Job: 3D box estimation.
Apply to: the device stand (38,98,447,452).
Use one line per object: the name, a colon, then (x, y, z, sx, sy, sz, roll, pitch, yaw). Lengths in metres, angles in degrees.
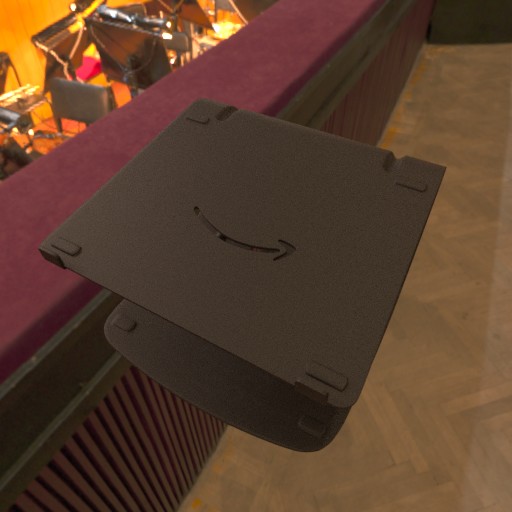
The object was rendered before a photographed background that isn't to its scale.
device stand: (0.000, 0.000, 0.389, 0.256, 0.155, 0.236, 23, 50, 21)
